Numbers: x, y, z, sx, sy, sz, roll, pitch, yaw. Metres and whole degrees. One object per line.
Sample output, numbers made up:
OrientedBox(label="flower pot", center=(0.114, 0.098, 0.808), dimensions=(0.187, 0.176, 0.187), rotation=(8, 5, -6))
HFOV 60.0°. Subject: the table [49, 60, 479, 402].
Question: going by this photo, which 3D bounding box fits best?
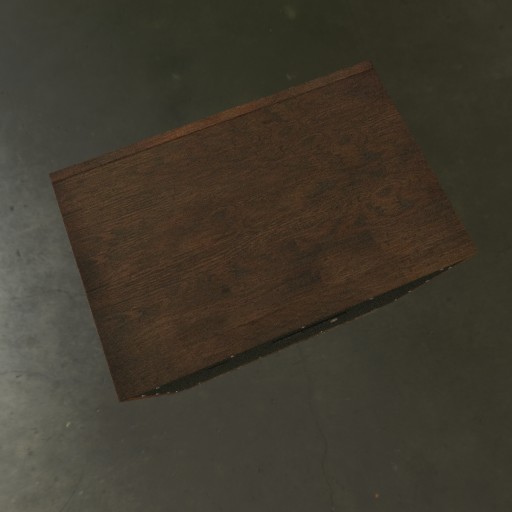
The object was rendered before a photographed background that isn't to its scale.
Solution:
OrientedBox(label="table", center=(0.000, 0.000, 1.287), dimensions=(0.767, 0.746, 0.542), rotation=(-21, 75, -6))
